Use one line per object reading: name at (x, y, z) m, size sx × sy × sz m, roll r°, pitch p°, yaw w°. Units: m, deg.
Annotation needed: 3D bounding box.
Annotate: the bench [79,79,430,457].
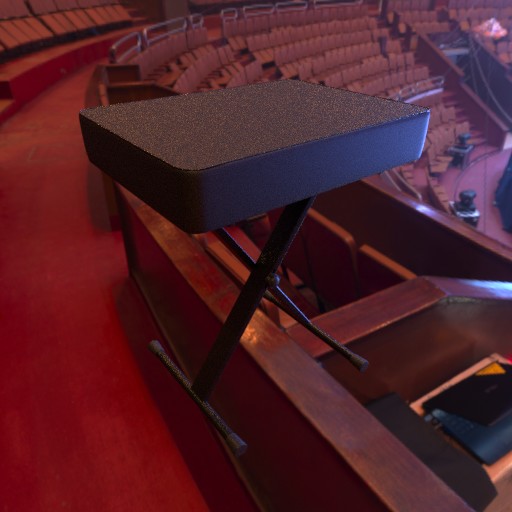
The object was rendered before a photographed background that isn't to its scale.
bench at (0.000, 0.000, 0.777) m, size 0.424 × 0.500 × 0.321 m, roll -22°, pitch 38°, yaw -32°
